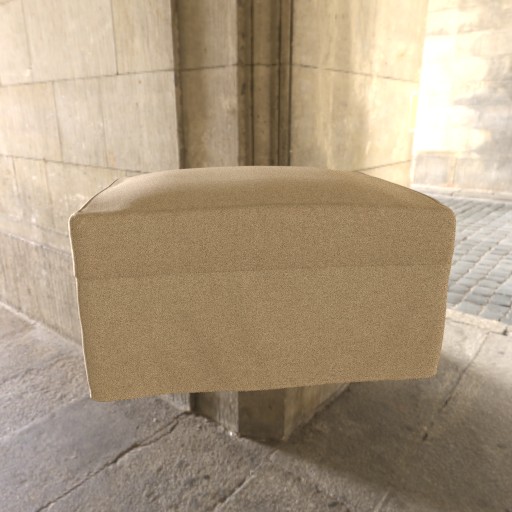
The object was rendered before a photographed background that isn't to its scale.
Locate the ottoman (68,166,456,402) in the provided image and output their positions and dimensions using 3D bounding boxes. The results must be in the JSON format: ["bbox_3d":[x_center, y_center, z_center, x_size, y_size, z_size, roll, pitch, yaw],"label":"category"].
[{"bbox_3d":[0.000,0.000,1.263,0.833,0.485,0.650,-2,18,-7],"label":"ottoman"}]
